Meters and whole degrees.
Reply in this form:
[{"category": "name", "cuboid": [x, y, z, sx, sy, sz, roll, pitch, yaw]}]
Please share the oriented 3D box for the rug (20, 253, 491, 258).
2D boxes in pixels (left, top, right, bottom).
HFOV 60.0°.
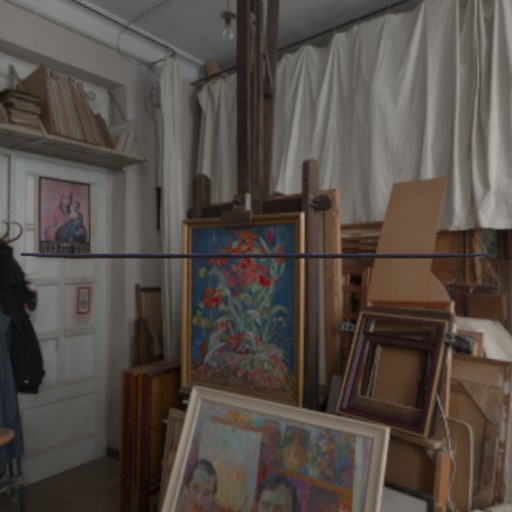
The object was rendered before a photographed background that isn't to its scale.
[{"category": "rug", "cuboid": [0.000, 0.000, 2.445, 2.283, 0.016, 0.602, 0, -2, 0]}]
